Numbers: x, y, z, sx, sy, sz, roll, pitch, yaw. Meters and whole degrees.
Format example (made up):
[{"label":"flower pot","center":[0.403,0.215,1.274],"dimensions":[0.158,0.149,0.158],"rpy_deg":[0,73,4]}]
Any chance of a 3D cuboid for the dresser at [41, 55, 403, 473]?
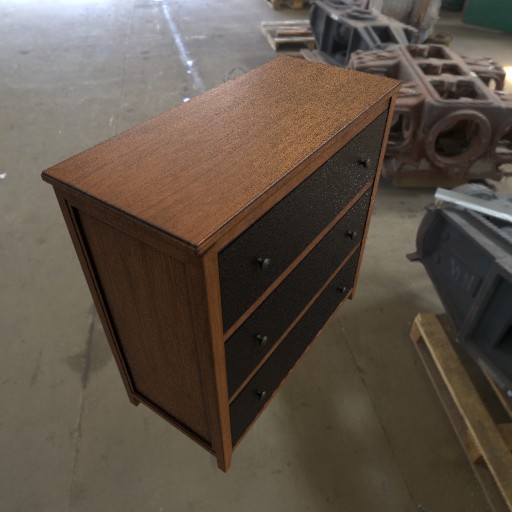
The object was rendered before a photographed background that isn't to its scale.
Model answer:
[{"label":"dresser","center":[0.000,0.000,1.889],"dimensions":[0.591,1.224,1.250],"rpy_deg":[25,47,25]}]
